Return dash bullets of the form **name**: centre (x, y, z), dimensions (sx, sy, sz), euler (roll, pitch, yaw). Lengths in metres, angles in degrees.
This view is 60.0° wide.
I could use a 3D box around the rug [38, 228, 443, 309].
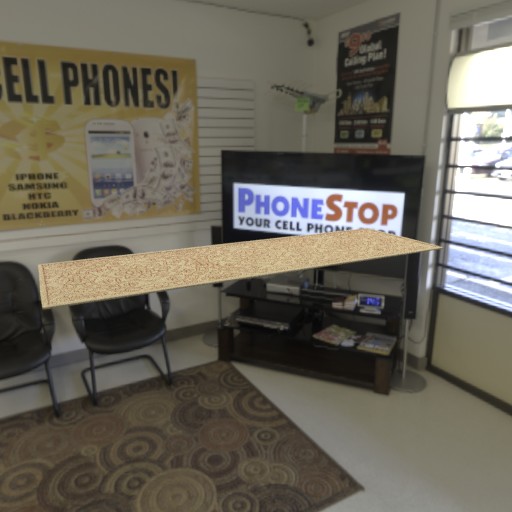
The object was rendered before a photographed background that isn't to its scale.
- **rug**: centre (0.000, 0.000, 2.768), dimensions (2.448, 0.012, 0.769), euler (-7, 16, -26)
